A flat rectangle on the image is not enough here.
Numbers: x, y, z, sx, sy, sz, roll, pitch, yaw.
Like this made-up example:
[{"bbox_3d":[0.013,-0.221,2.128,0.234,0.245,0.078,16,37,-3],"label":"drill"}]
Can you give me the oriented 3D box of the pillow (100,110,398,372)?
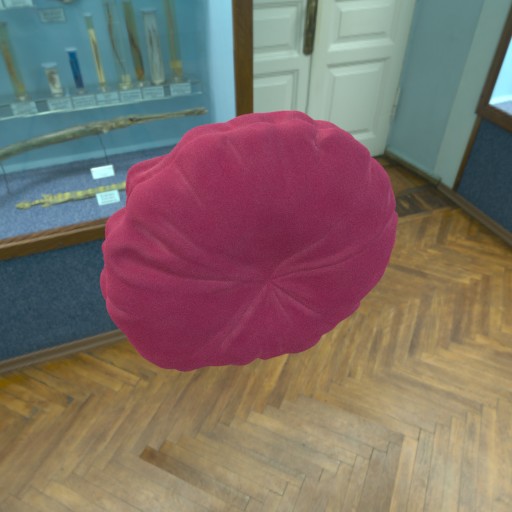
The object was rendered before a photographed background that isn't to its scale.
[{"bbox_3d":[0.000,0.000,0.624,0.428,0.407,0.148,-12,42,-14],"label":"pillow"}]
